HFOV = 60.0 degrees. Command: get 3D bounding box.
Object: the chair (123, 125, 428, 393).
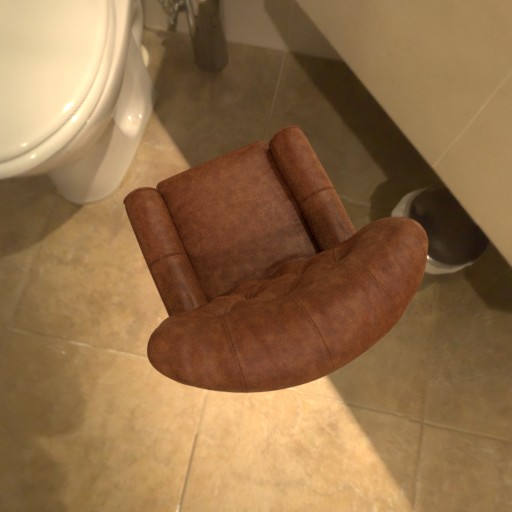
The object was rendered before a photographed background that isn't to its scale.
[{"bbox_3d":[0.000,0.000,1.886,0.951,1.164,1.059,-24,77,-6],"label":"chair"}]
